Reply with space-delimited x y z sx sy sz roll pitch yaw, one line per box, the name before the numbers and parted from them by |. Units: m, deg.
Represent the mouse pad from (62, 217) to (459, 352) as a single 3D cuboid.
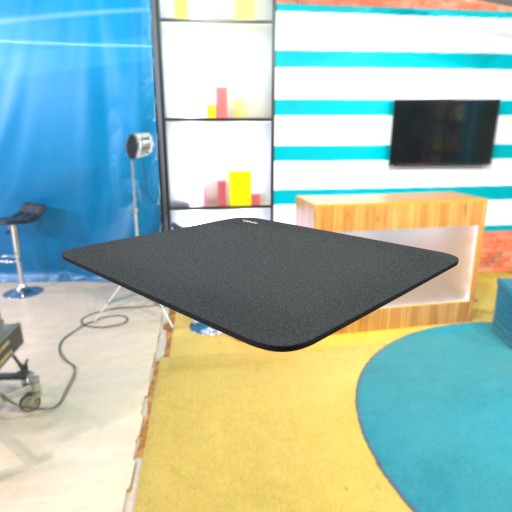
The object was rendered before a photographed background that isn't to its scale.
mouse pad | 0.000 0.000 0.327 0.229 0.003 0.203 15 22 42
